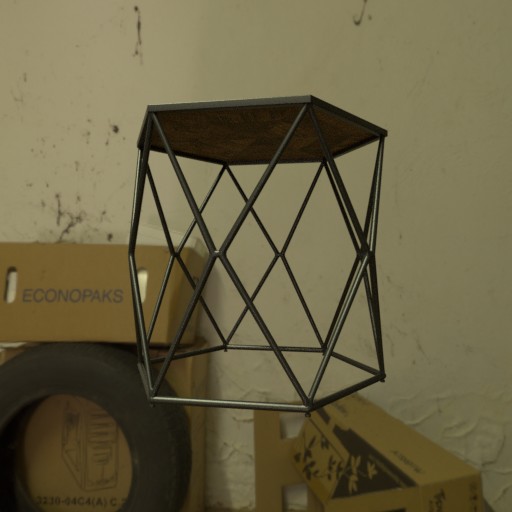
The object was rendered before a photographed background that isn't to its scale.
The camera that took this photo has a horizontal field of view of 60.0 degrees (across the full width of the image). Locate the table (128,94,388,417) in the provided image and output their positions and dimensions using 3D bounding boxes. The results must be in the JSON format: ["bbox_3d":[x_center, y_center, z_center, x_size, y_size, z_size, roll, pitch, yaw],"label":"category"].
[{"bbox_3d":[0.000,0.000,1.042,0.579,0.564,0.578,0,0,-19],"label":"table"}]
